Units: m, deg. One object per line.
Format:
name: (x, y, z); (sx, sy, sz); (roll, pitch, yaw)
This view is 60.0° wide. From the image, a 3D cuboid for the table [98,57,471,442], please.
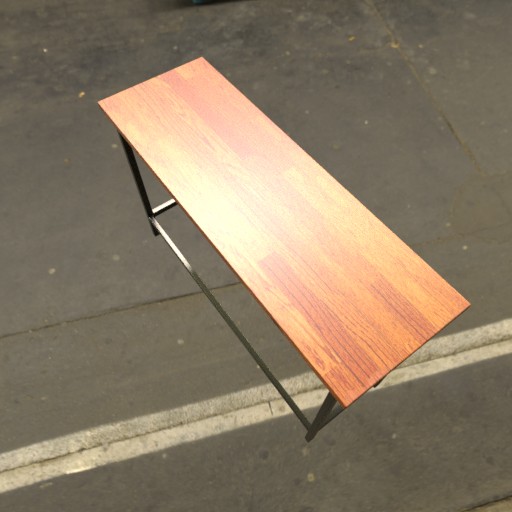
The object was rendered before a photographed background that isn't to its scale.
table: (0.000, 0.000, 1.574); (0.408, 0.740, 1.204); (-32, 64, -18)
